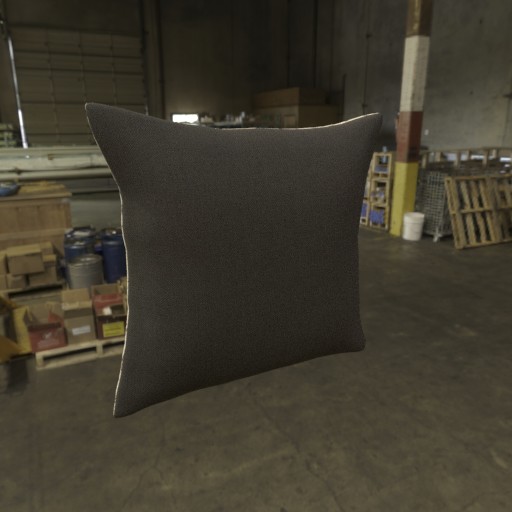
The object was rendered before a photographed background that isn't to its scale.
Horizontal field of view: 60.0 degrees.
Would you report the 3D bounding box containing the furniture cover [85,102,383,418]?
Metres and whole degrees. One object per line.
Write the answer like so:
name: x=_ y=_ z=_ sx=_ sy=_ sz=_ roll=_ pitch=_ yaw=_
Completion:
furniture cover: x=0.000 y=0.000 z=0.779 sx=0.525 sy=0.498 sz=0.180 roll=-8 pitch=18 yaw=-25
